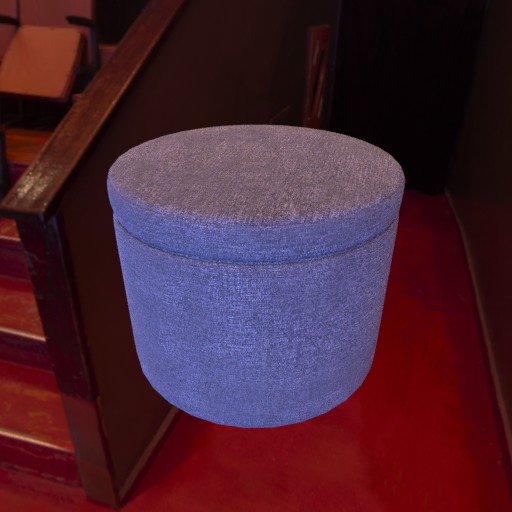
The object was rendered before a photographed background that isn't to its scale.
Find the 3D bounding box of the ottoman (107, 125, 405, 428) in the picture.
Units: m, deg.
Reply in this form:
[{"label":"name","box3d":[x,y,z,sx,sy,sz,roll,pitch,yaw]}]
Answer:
[{"label":"ottoman","box3d":[0.000,0.000,0.862,0.500,0.419,0.500,0,30,0]}]
